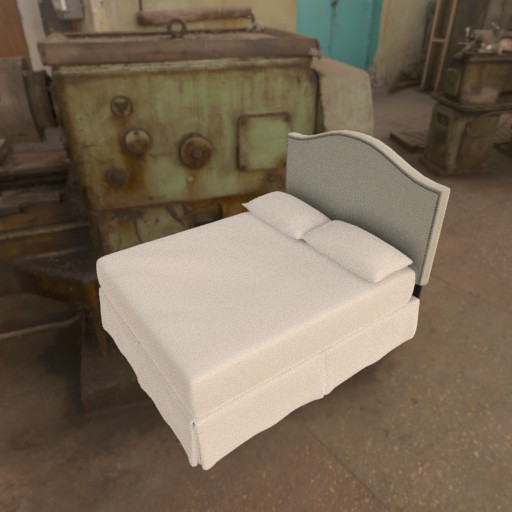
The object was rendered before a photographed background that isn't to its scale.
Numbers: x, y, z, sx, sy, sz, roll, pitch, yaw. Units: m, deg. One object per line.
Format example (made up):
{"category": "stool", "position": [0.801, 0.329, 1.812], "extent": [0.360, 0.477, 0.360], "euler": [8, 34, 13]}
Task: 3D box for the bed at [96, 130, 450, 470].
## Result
{"category": "bed", "position": [0.000, 0.000, 3.508], "extent": [2.180, 1.607, 1.813], "euler": [-20, 37, -30]}
